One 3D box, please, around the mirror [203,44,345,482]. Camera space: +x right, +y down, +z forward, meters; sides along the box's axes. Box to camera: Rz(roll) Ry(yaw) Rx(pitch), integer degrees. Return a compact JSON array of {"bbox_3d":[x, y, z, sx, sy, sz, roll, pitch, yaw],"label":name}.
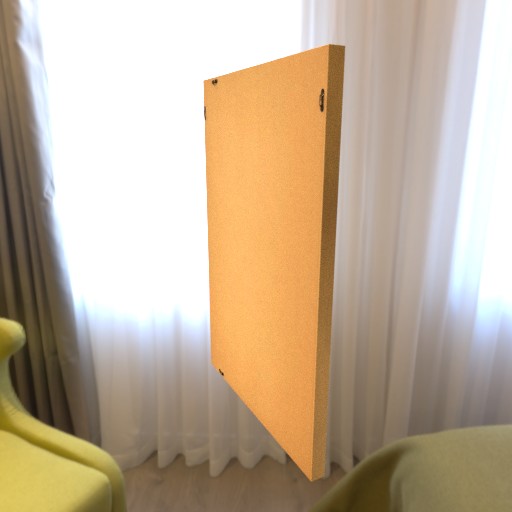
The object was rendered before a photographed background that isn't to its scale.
[{"bbox_3d":[0.000,0.000,1.156,0.041,0.915,0.609,-8,17,-26],"label":"mirror"}]
